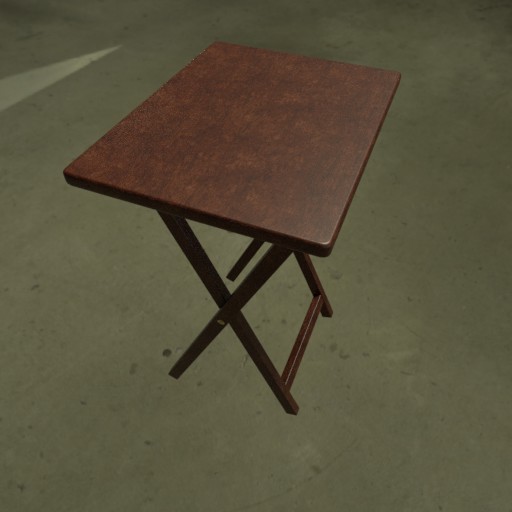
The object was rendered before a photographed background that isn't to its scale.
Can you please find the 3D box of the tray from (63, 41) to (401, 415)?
[{"bbox_3d":[0.000,0.000,0.946,0.381,0.660,0.483,17,49,15],"label":"tray"}]
